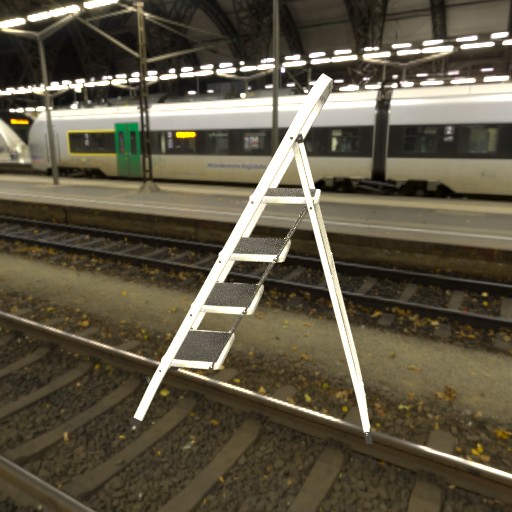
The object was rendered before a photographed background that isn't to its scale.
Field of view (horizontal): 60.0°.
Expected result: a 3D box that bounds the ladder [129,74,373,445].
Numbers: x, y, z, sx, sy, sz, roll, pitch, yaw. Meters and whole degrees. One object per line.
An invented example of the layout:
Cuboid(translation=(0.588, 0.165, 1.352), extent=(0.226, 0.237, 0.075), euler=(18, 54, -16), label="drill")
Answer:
Cuboid(translation=(0.000, 0.000, 1.703), extent=(0.914, 1.265, 0.460), euler=(2, 14, 9), label="ladder")
